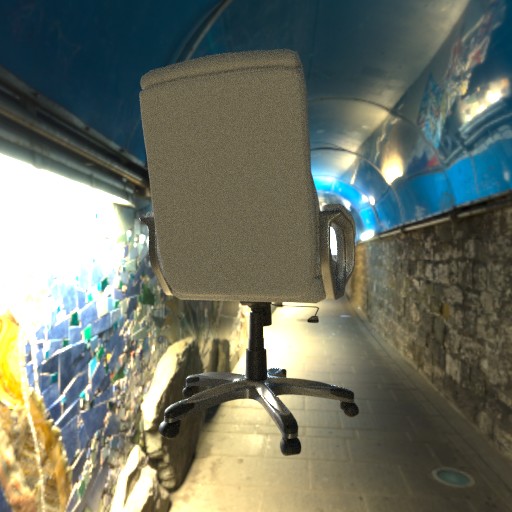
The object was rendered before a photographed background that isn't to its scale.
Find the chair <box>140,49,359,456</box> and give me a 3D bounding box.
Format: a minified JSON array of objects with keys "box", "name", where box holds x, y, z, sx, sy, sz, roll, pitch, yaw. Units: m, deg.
[{"box":[0.000,0.000,1.558,0.687,1.120,0.738,0,-1,19],"name":"chair"}]
